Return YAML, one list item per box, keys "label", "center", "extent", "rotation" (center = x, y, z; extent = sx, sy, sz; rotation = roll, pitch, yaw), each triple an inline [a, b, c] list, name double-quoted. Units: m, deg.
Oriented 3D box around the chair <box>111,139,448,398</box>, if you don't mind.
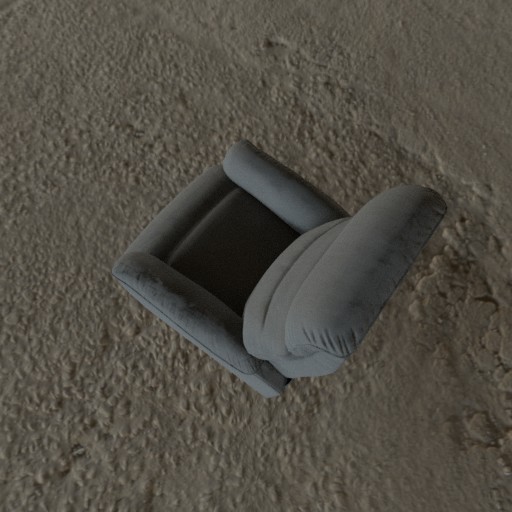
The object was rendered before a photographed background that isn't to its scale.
- label: "chair"
  center: [0.000, 0.000, 1.747]
  extent: [1.004, 1.037, 0.820]
  rotation: [34, 68, 16]
